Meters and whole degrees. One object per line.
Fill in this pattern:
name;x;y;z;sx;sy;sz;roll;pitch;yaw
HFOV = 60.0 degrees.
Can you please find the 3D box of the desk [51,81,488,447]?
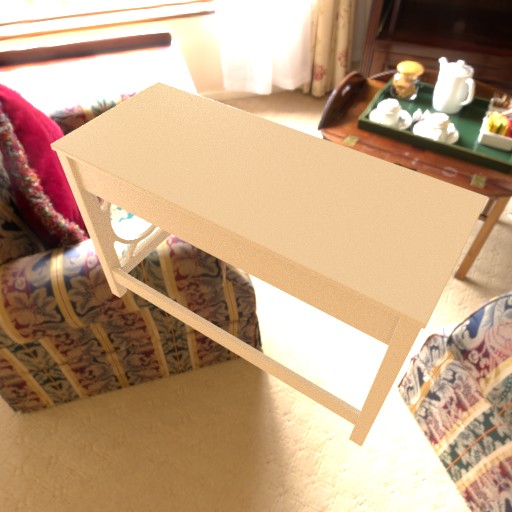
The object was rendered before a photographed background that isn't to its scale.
desk;0.000;0.000;1.570;1.191;0.762;0.504;26;53;22
